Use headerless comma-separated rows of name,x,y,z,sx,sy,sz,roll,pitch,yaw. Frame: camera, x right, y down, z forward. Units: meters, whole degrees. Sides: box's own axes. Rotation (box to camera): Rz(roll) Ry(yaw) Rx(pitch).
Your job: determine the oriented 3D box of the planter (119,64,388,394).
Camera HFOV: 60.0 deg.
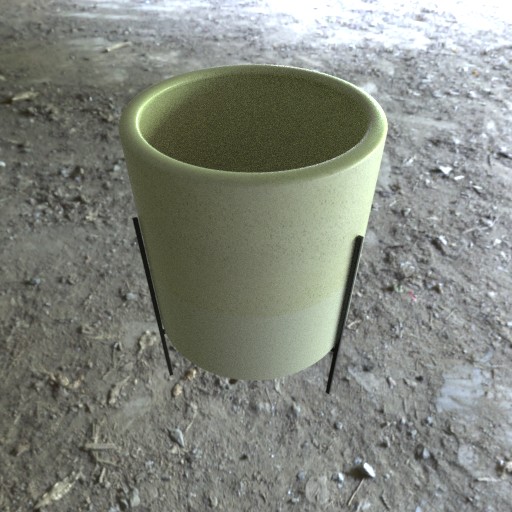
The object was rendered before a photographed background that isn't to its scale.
planter,0.000,0.000,0.704,0.333,0.483,0.324,27,49,27
